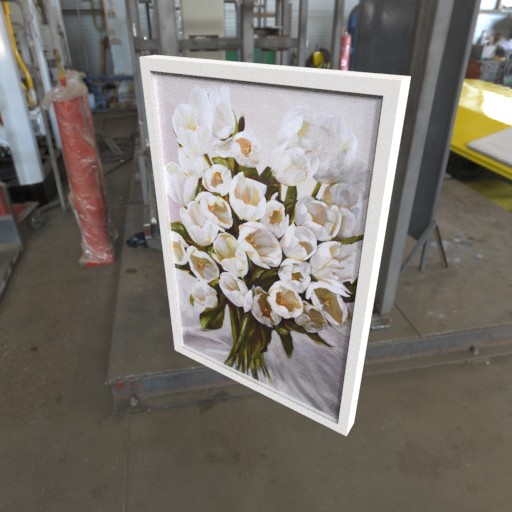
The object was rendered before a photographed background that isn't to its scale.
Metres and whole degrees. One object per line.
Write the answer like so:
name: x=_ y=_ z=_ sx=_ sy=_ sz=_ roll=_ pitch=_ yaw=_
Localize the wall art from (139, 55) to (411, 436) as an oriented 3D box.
wall art: x=0.000 y=0.000 z=0.537 sx=0.293 sy=0.428 sz=0.025 roll=18 pitch=35 yaw=28
